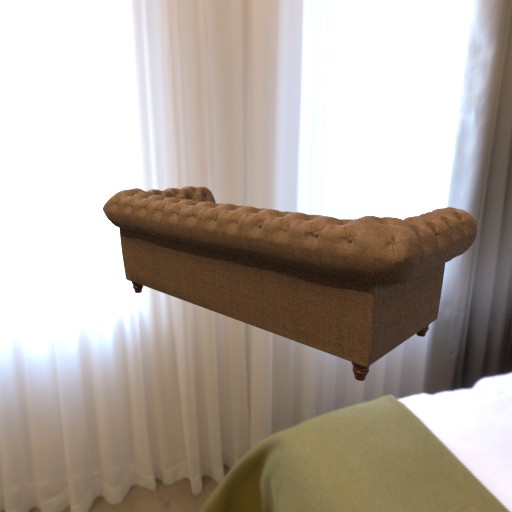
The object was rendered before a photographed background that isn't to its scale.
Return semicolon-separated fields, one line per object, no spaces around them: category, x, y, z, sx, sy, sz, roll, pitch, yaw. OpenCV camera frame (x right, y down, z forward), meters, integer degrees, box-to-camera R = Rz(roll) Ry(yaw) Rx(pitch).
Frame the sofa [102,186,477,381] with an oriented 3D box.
sofa;0.000;0.000;2.869;2.385;0.787;0.944;12;18;42
